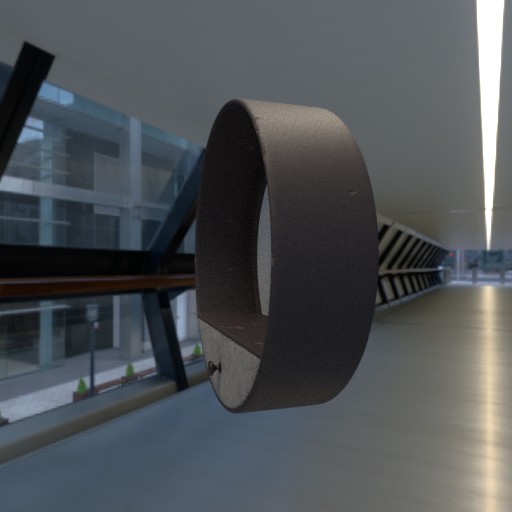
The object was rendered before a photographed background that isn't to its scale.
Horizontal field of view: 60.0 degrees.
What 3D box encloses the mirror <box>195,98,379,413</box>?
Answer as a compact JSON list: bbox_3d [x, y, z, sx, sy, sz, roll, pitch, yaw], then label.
[{"bbox_3d":[0.000,0.000,0.586,0.126,0.386,0.386,0,-1,-18],"label":"mirror"}]
